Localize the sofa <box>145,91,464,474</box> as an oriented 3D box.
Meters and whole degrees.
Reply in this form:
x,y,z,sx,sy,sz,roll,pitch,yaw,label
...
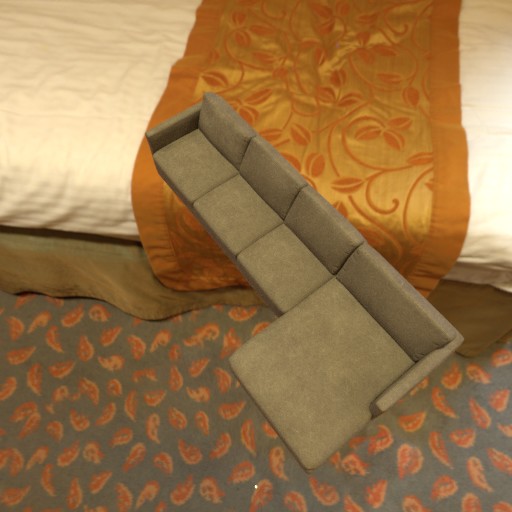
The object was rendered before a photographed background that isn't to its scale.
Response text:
x,y,z,sx,sy,sz,roll,pitch,yaw,label
0.000,0.000,4.146,1.604,0.950,3.471,-34,68,-16,sofa
